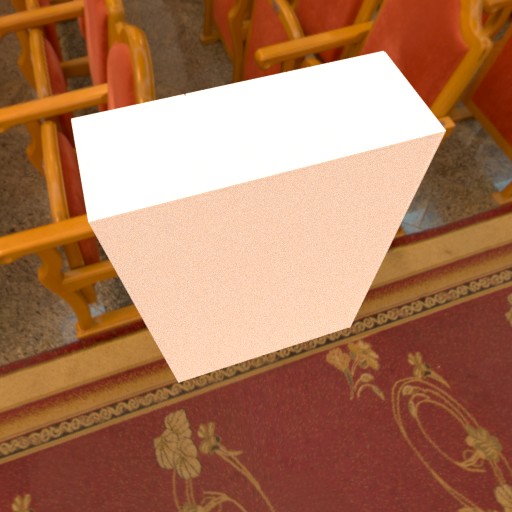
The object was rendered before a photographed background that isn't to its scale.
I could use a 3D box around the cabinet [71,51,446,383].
[{"bbox_3d":[0.000,0.000,2.455,1.290,1.910,0.510,-16,60,-9],"label":"cabinet"}]
